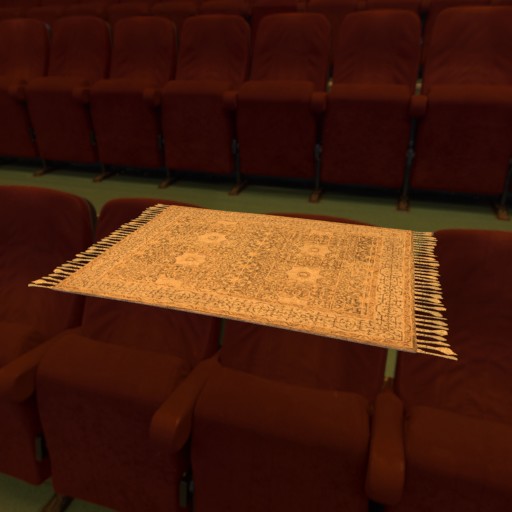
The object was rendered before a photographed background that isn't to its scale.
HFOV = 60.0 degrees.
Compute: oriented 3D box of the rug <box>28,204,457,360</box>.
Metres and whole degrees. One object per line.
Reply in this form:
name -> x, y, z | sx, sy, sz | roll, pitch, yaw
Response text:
rug -> 0.000, 0.000, 3.084 | 2.465, 0.023, 1.619 | 8, 27, 15
